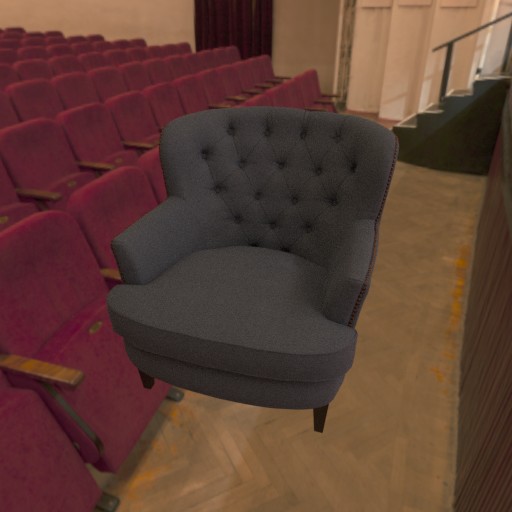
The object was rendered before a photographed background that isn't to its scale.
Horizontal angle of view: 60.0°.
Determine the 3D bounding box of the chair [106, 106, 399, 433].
[{"bbox_3d":[0.000,0.000,1.561,0.848,0.868,0.906,9,30,16],"label":"chair"}]
